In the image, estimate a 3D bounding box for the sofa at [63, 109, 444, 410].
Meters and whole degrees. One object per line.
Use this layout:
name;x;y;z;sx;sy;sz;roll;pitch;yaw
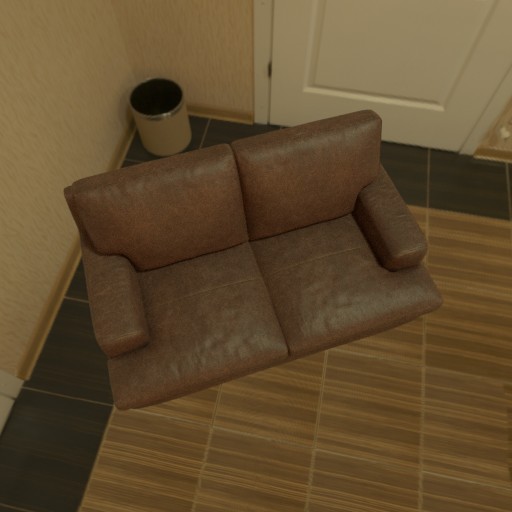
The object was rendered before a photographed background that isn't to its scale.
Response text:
sofa;0.000;0.000;2.488;1.880;0.939;1.143;-16;64;-8
